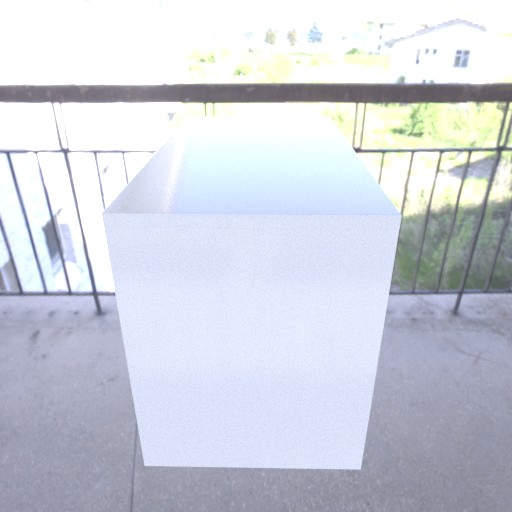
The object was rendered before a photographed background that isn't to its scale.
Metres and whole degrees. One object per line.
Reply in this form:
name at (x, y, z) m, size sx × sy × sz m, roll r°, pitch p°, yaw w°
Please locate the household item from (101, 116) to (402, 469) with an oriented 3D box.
household item at (0.000, 0.000, 1.539) m, size 0.597 × 0.749 × 1.100 m, roll 0°, pitch 27°, yaw 1°
